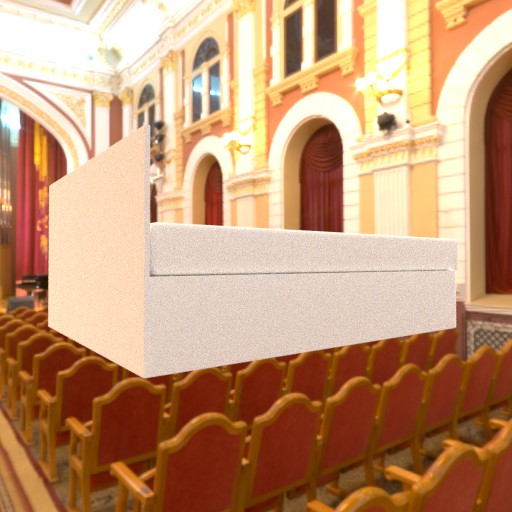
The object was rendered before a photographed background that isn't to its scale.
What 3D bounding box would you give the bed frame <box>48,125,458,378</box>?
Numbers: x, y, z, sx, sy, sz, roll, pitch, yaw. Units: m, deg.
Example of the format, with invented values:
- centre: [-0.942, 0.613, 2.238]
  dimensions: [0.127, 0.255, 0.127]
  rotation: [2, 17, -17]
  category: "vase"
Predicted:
- centre: [0.000, 0.000, 2.522]
  dimensions: [1.900, 0.800, 1.400]
  rotation: [1, -1, -36]
  category: "bed frame"
